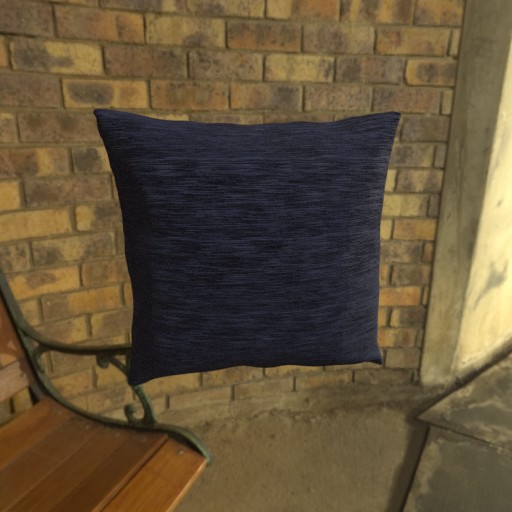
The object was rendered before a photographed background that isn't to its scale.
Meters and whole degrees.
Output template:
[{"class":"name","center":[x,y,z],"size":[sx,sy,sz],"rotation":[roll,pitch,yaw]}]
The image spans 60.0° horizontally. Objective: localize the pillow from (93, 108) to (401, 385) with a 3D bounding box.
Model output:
[{"class":"pillow","center":[0.000,0.000,0.697],"size":[0.452,0.439,0.204],"rotation":[-2,17,-6]}]
